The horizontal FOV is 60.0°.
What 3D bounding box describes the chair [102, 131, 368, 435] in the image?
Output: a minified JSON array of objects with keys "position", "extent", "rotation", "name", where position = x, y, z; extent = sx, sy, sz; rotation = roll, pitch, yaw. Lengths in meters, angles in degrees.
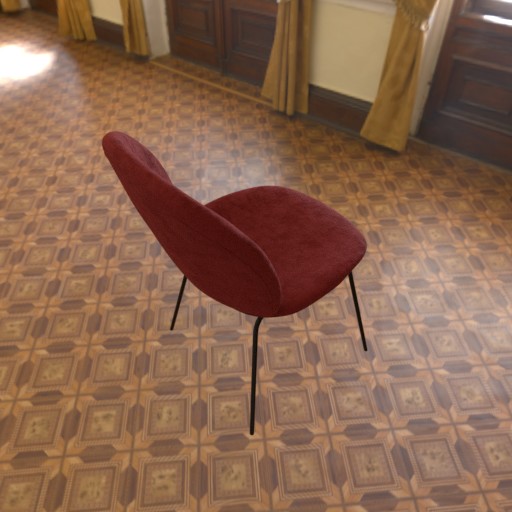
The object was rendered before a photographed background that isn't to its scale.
[{"position":[0.000,0.000,1.147],"extent":[0.587,0.791,0.458],"rotation":[-27,49,-26],"name":"chair"}]
